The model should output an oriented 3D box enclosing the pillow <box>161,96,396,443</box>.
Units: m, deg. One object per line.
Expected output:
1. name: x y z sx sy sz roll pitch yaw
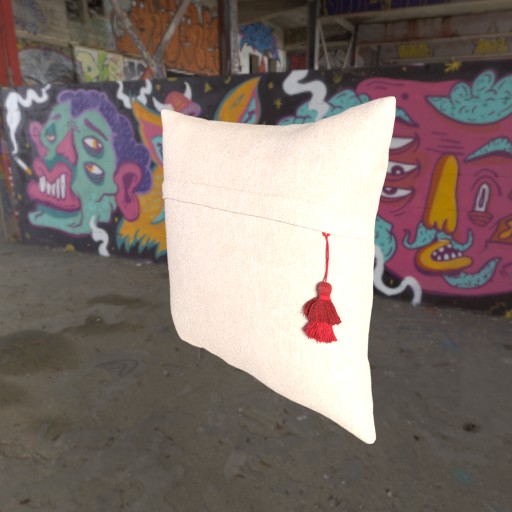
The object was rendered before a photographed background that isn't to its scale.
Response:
1. pillow: 0.000 0.000 0.674 0.173 0.436 0.433 -15 22 -43
